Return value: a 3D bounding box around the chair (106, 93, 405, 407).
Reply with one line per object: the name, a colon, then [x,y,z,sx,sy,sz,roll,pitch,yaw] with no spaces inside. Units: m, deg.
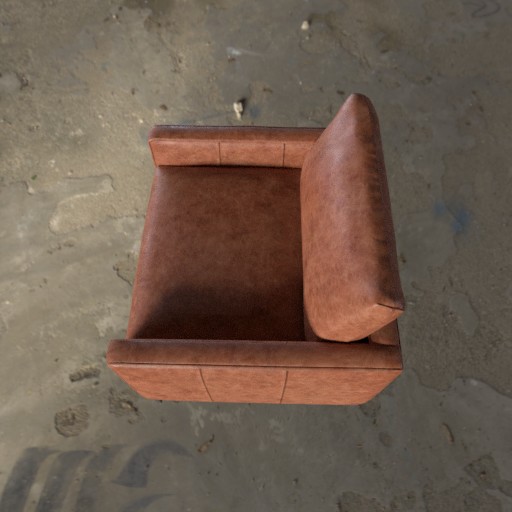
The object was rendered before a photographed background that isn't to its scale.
chair: [0.000,0.000,1.633,0.862,0.869,0.967,1,61,1]
